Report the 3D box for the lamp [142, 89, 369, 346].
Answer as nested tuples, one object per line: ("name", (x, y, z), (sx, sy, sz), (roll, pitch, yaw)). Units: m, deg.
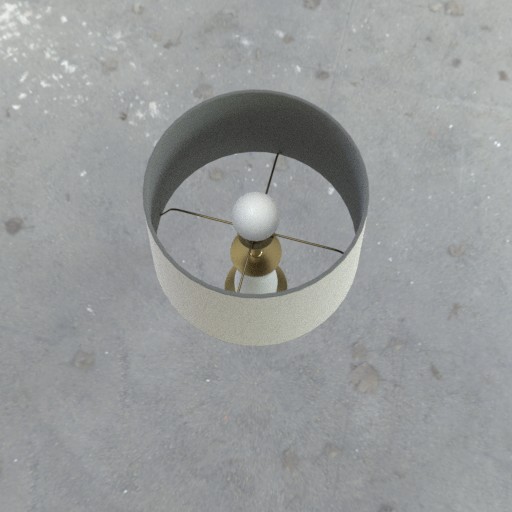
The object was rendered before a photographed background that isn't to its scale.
("lamp", (0.000, 0.000, 0.739), (0.309, 0.545, 0.309), (0, 74, 0))
